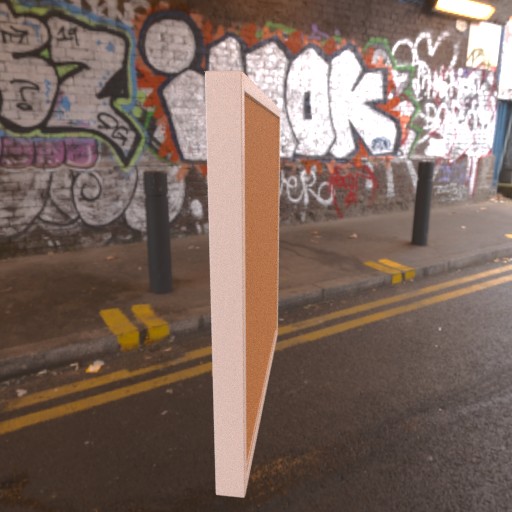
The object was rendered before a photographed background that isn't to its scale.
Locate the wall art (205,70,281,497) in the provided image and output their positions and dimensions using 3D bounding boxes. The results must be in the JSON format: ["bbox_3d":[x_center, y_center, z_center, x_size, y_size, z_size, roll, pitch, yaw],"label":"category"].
[{"bbox_3d":[0.000,0.000,0.747,0.038,0.508,0.508,2,14,7],"label":"wall art"}]
